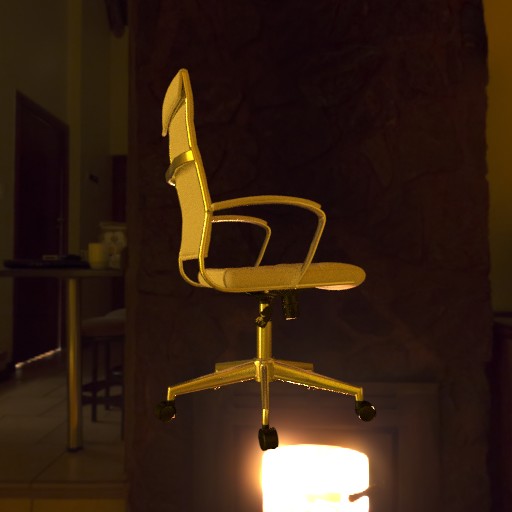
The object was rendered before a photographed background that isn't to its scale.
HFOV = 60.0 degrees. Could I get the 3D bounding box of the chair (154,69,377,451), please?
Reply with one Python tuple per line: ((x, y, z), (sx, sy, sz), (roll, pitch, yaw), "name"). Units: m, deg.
((0.000, 0.000, 1.663), (0.739, 1.149, 0.766), (1, -2, -18), "chair")
